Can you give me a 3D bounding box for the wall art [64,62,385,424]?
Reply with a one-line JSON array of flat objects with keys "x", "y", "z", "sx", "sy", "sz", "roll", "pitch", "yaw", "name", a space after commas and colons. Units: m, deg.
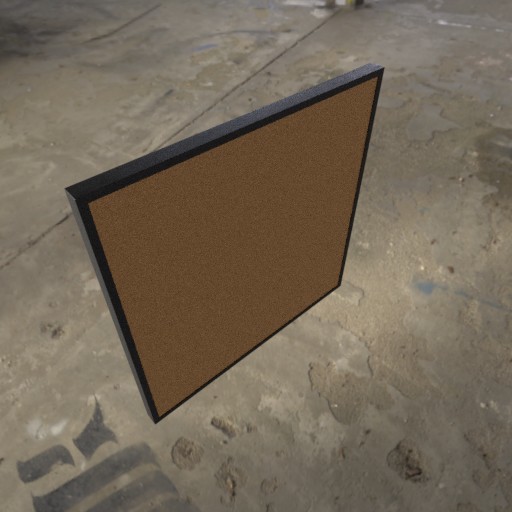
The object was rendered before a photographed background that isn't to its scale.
[{"x": 0.000, "y": 0.000, "z": 1.126, "sx": 0.763, "sy": 0.763, "sz": 0.039, "roll": -32, "pitch": 53, "yaw": -28, "name": "wall art"}]
